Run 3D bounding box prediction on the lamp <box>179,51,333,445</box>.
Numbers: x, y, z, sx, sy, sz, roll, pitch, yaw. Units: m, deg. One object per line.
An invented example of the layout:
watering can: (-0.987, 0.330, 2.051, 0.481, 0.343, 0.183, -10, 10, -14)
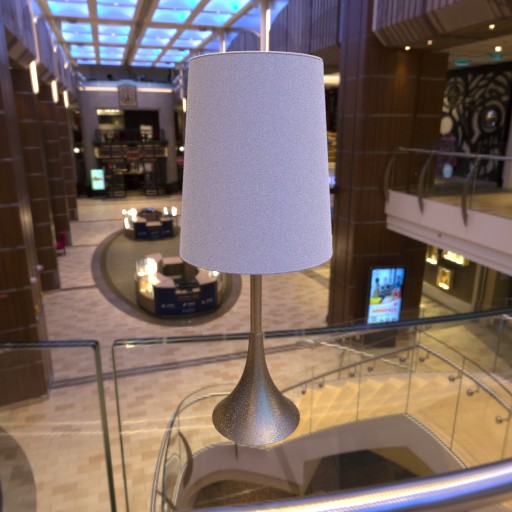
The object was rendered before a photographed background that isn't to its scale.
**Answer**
lamp: (0.000, 0.000, 0.680, 0.231, 0.569, 0.231, 0, 16, 0)
